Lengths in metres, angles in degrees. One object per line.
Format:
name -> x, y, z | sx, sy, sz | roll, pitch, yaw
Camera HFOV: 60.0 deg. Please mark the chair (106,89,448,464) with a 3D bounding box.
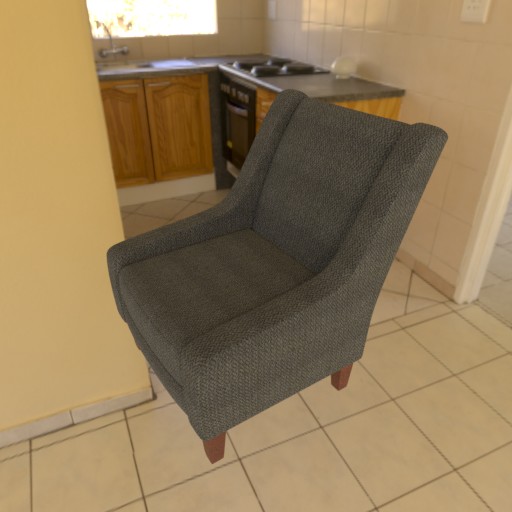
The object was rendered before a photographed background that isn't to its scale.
chair -> 0.000, 0.000, 1.681 | 0.944, 1.012, 0.793 | -19, 36, -28
